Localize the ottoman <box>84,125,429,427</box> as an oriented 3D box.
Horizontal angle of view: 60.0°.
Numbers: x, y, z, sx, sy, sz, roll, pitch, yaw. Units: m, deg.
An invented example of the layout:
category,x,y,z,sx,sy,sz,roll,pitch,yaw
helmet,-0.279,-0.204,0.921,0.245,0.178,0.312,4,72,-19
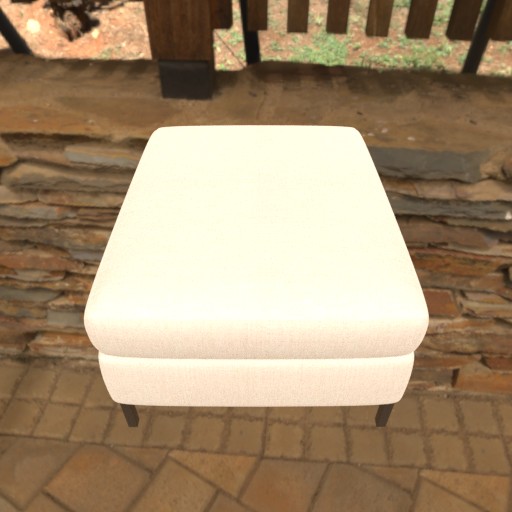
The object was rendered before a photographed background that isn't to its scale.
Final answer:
category,x,y,z,sx,sy,sz,roll,pitch,yaw
ottoman,0.000,0.000,1.197,0.657,0.453,0.794,0,42,0
